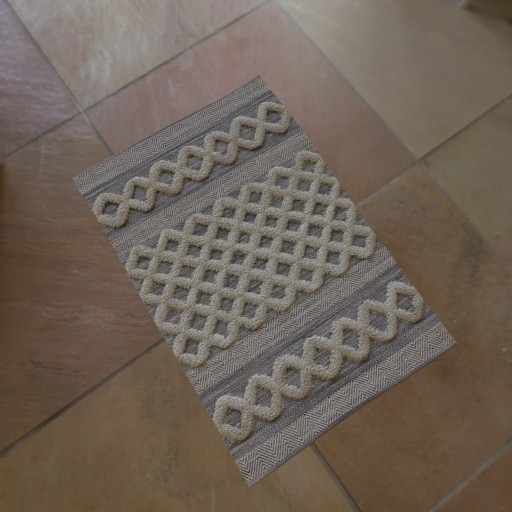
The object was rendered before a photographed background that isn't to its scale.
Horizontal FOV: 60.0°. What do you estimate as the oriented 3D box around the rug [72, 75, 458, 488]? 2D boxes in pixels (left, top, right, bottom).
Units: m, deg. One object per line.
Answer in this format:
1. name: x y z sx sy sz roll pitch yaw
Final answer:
1. rug: 0.000 0.000 2.297 1.222 0.030 1.823 -32 78 -8
